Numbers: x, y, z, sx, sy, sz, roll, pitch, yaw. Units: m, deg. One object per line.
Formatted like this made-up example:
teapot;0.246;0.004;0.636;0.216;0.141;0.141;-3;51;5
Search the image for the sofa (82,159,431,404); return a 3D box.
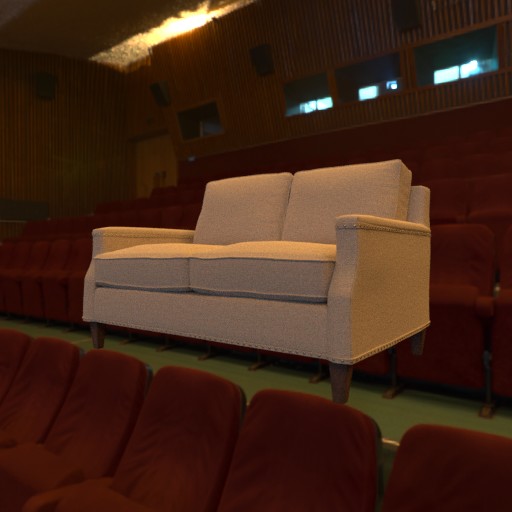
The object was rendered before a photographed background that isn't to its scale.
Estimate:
sofa;0.000;0.000;2.362;1.597;1.003;1.084;1;1;37
